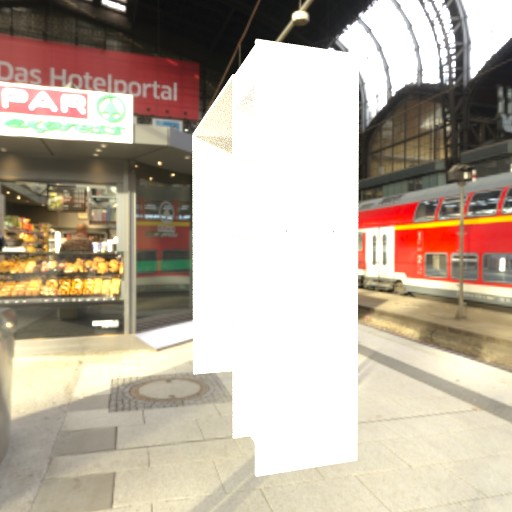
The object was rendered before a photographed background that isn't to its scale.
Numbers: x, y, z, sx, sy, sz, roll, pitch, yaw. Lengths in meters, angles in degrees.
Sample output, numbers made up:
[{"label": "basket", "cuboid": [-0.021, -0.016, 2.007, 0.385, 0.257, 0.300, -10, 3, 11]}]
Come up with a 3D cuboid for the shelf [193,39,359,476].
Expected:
[{"label": "shelf", "cuboid": [0.000, 0.000, 2.679, 0.500, 1.820, 1.600, 0, 1, -17]}]
